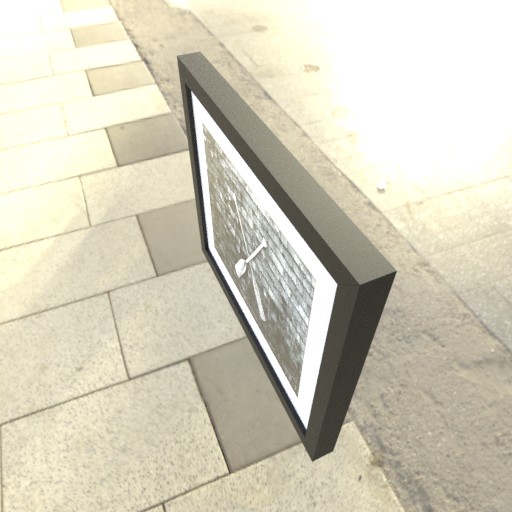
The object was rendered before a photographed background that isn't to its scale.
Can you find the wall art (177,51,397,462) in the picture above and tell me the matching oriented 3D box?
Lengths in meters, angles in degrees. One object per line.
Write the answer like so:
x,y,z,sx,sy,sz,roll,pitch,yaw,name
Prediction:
0.000,0.000,0.526,0.029,0.330,0.381,-19,50,-17,wall art
